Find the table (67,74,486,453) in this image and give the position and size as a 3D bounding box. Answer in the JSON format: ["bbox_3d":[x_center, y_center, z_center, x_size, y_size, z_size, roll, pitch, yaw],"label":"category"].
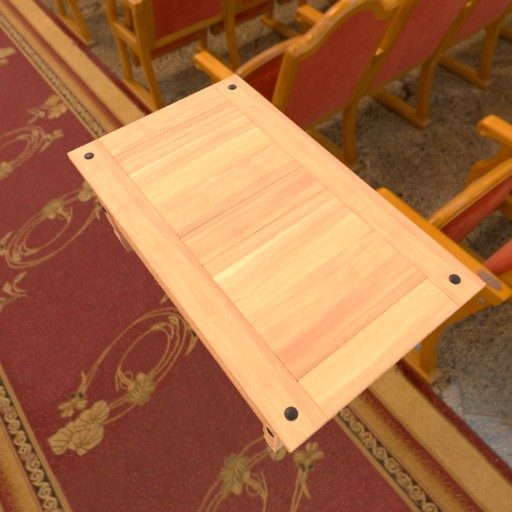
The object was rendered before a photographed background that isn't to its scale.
[{"bbox_3d":[0.000,0.000,1.337,0.600,0.437,1.000,-33,63,-19],"label":"table"}]
